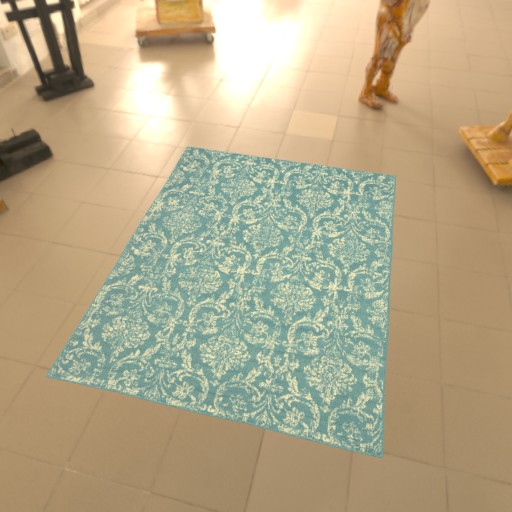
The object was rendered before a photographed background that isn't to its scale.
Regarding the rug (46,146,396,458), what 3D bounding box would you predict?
[{"bbox_3d":[0.000,0.000,3.951,2.363,0.012,2.980,10,48,9],"label":"rug"}]
